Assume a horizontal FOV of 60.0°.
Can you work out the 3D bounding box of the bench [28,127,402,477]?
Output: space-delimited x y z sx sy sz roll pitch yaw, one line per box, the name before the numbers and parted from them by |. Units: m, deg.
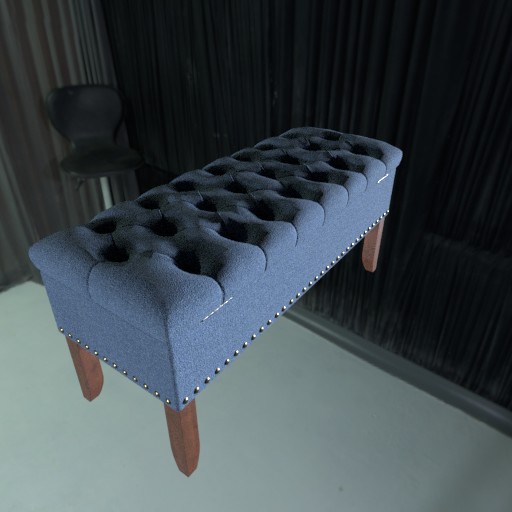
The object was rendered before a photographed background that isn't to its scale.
bench | 0.000 0.000 1.278 0.417 0.492 1.052 21 38 30
